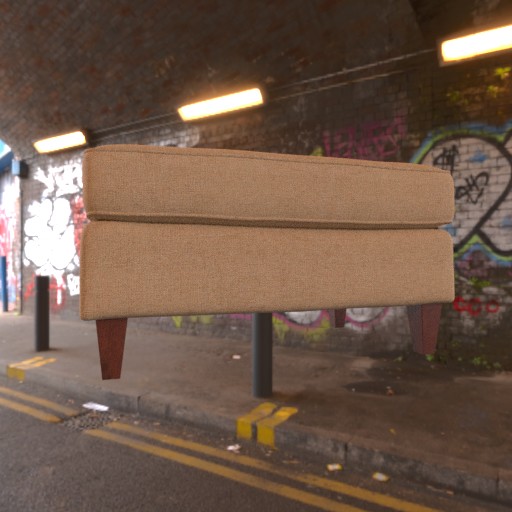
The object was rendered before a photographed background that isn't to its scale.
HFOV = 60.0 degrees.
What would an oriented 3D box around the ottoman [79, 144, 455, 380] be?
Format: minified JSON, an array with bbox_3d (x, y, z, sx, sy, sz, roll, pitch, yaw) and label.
[{"bbox_3d":[0.000,0.000,1.206,0.862,0.484,0.583,0,0,-18],"label":"ottoman"}]
